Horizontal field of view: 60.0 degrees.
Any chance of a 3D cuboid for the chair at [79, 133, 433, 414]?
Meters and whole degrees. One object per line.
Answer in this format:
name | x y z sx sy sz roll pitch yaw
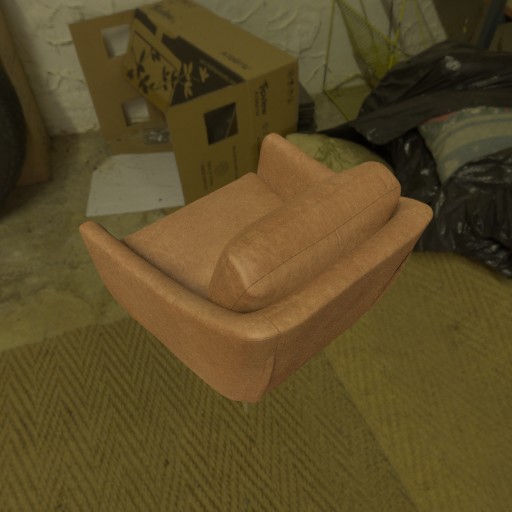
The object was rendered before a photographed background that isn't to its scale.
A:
chair | 0.000 0.000 1.742 0.988 0.895 0.963 -32 55 -26
